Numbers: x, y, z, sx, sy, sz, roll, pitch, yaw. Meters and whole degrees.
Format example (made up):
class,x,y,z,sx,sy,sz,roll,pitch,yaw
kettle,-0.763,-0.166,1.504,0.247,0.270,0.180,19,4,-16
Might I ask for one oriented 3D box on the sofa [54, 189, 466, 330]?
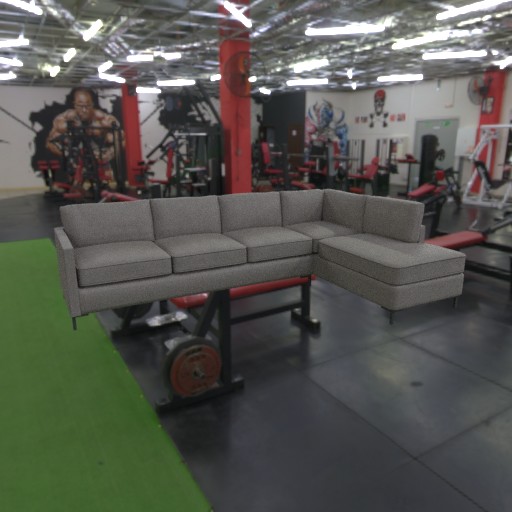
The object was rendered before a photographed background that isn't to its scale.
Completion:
class,x,y,z,sx,sy,sz,roll,pitch,yaw
sofa,0.000,0.000,4.215,3.331,0.964,2.077,-8,17,-27
